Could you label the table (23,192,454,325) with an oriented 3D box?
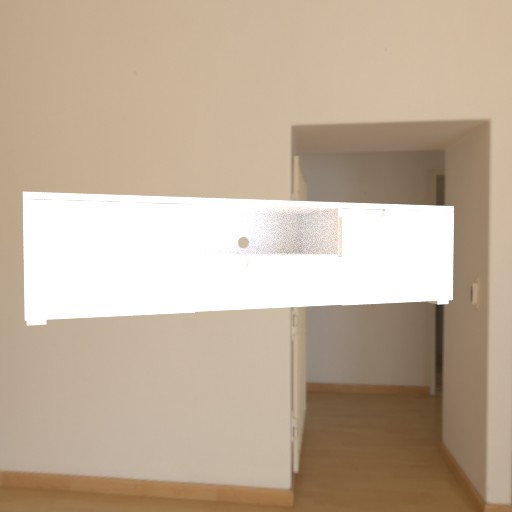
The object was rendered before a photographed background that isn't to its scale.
[{"bbox_3d":[0.000,0.000,1.821,1.650,0.420,0.390,0,1,-18],"label":"table"}]
